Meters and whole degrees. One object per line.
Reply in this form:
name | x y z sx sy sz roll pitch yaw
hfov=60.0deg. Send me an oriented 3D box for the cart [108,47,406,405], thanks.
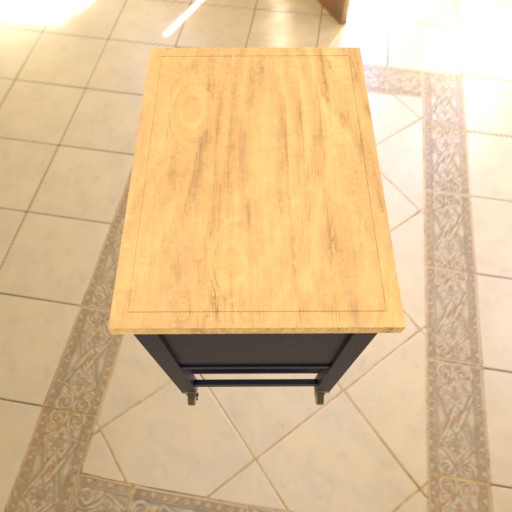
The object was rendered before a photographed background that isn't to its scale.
cart | 0.000 0.000 1.428 0.567 0.920 0.797 0 63 0
